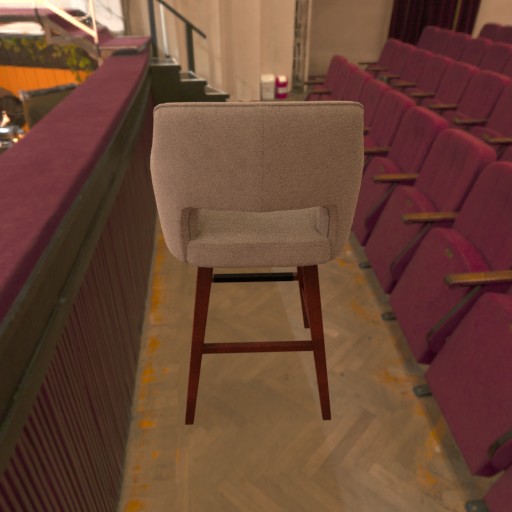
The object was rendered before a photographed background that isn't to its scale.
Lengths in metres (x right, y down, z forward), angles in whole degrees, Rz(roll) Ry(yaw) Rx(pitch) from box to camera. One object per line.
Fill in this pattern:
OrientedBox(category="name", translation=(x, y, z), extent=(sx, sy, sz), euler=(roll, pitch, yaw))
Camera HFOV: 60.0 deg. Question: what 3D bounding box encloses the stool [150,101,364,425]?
OrientedBox(category="stool", translation=(0.000, 0.000, 1.343), extent=(0.548, 1.012, 0.558), euler=(-1, 32, -2))
